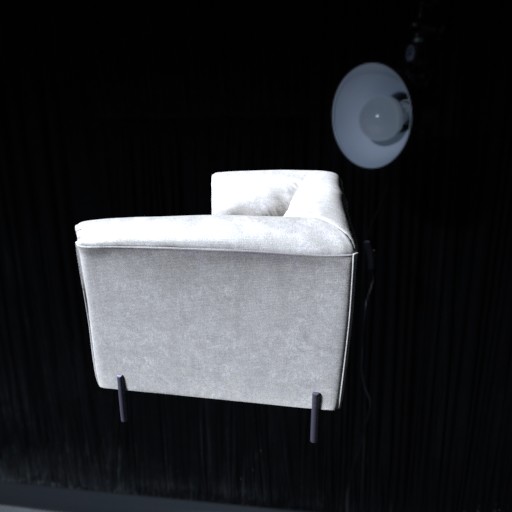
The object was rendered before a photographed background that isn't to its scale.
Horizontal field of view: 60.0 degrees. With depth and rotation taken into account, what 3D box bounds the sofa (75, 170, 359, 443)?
[{"bbox_3d":[0.000,0.000,2.299,0.905,0.747,1.878,3,16,9],"label":"sofa"}]
